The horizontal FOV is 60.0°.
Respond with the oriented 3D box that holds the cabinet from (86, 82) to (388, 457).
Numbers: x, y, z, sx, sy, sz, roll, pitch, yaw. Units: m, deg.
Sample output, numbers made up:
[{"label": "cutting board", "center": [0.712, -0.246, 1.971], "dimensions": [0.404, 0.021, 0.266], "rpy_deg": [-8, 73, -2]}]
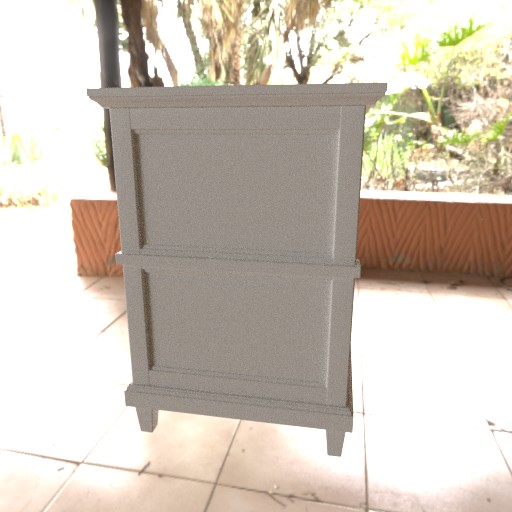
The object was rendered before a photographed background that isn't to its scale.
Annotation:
[{"label": "cabinet", "center": [0.000, 0.000, 1.143], "dimensions": [0.547, 0.775, 0.544], "rpy_deg": [3, 16, 10]}]
